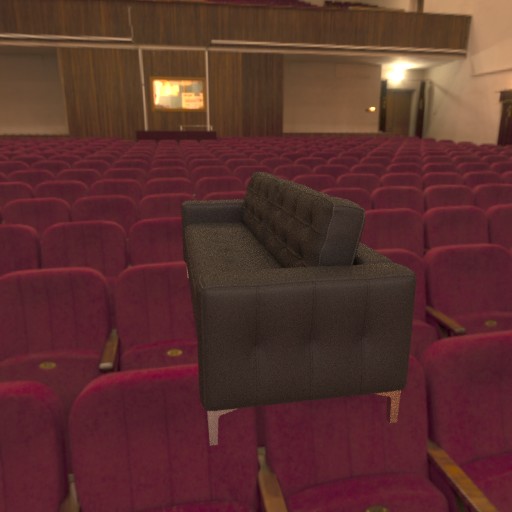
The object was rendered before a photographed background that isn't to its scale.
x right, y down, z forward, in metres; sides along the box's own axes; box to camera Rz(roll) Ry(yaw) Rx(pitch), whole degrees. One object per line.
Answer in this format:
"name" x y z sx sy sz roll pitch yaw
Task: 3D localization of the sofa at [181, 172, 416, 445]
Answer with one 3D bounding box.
"sofa" 0.000 0.000 2.689 0.833 0.893 2.275 -3 15 -10
